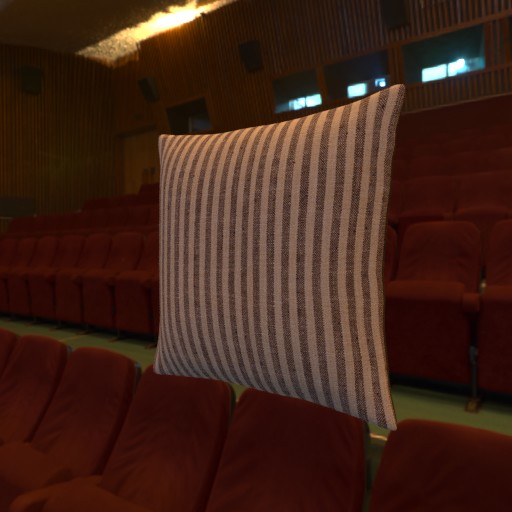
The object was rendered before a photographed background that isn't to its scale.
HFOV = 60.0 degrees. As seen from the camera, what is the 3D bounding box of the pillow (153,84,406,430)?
[{"bbox_3d":[0.000,0.000,0.795,0.523,0.506,0.166,1,1,35],"label":"pillow"}]
